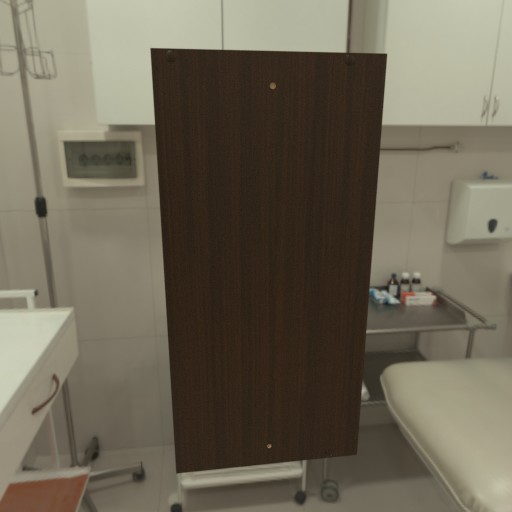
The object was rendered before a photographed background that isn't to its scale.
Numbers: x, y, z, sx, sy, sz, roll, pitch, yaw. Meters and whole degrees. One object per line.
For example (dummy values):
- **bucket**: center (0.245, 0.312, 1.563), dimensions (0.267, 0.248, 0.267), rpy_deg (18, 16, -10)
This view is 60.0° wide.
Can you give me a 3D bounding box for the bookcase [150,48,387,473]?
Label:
- **bookcase**: center (0.000, 0.000, 0.759), dimensions (0.290, 0.600, 0.300), rpy_deg (-2, 16, -8)
